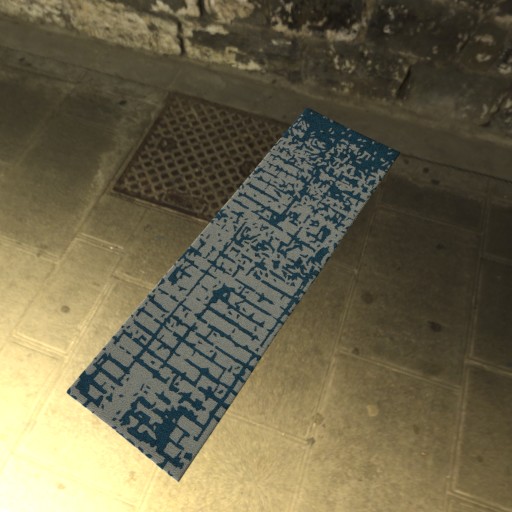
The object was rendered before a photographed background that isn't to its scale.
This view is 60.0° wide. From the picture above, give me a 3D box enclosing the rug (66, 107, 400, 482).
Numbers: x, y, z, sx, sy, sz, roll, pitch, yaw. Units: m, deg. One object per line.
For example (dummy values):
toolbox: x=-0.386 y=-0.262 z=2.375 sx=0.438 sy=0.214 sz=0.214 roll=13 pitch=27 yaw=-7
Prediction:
rug: x=0.000 y=0.000 z=2.676 sx=0.750 sy=0.011 sz=2.435 roll=31 pitch=67 yaw=15
